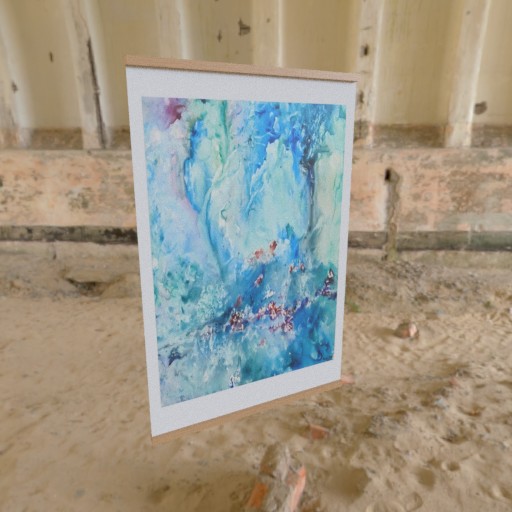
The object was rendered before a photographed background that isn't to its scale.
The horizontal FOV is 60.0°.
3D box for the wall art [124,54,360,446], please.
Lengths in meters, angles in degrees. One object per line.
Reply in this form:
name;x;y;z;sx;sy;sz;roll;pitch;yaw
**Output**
wall art;0.000;0.000;1.899;0.991;1.510;0.040;-8;17;-27
